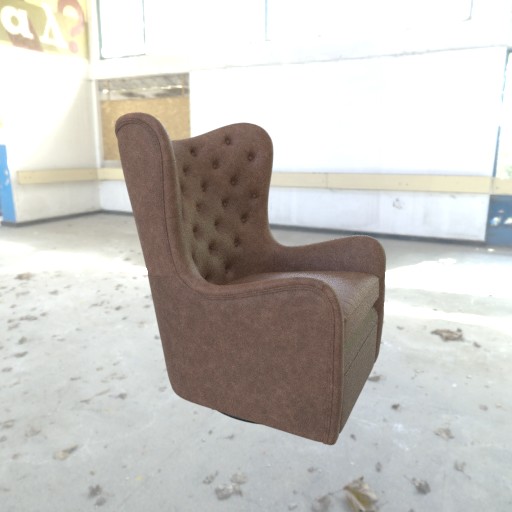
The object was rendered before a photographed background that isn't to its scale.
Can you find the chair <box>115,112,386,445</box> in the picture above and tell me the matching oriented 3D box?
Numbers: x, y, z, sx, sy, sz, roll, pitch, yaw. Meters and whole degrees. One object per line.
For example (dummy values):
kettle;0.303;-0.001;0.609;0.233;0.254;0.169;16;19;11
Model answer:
chair;0.000;0.000;1.796;0.930;1.079;0.831;7;16;25
